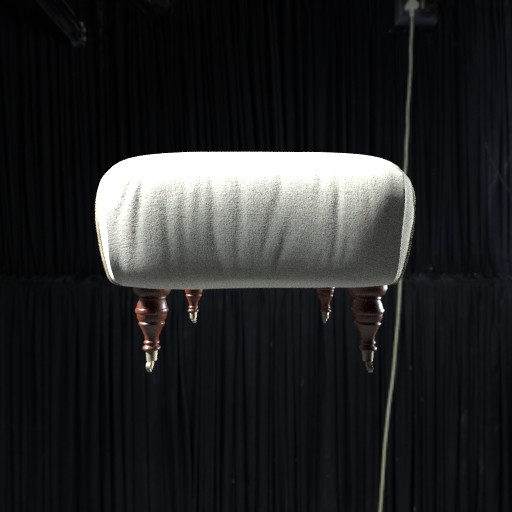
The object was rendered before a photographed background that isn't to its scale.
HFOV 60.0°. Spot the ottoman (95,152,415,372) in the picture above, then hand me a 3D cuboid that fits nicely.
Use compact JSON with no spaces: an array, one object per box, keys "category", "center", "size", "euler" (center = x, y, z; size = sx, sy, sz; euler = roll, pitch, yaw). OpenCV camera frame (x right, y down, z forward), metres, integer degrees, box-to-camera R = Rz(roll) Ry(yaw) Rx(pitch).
[{"category":"ottoman","center":[0.000,0.000,1.166],"size":[0.622,0.450,0.747],"euler":[0,1,0]}]
